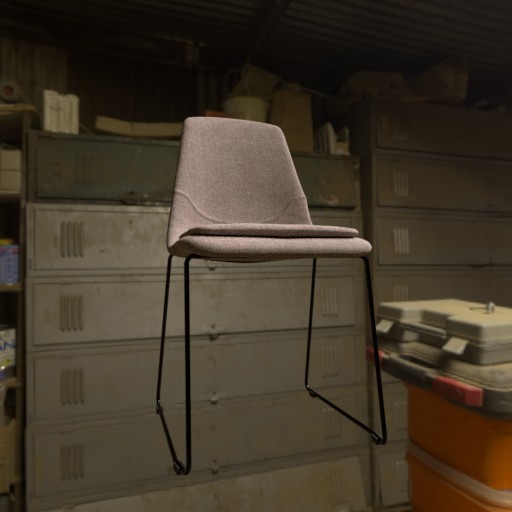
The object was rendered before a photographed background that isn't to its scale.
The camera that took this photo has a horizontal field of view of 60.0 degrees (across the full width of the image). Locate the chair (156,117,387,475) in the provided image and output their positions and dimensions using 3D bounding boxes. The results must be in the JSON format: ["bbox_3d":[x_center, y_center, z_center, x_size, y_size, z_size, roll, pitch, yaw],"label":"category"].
[{"bbox_3d":[0.000,0.000,1.149,0.479,0.858,0.518,0,0,-18],"label":"chair"}]
